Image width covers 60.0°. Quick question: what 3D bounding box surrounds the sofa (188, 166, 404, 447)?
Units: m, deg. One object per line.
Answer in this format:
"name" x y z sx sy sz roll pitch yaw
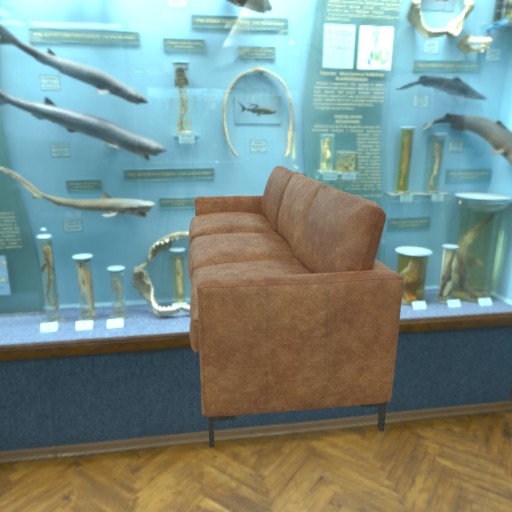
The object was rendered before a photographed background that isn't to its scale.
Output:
"sofa" 0.000 0.000 2.448 0.748 0.863 2.029 -2 16 -8
